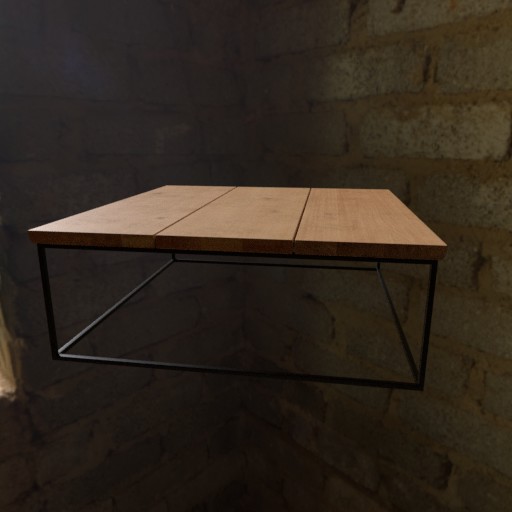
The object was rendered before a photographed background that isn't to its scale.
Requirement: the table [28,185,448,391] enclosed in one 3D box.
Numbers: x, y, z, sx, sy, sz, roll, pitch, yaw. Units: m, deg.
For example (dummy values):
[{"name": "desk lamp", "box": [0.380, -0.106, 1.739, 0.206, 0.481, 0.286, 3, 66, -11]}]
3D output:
[{"name": "table", "box": [0.000, 0.000, 1.715, 1.100, 0.400, 1.100, 2, 16, 9]}]
